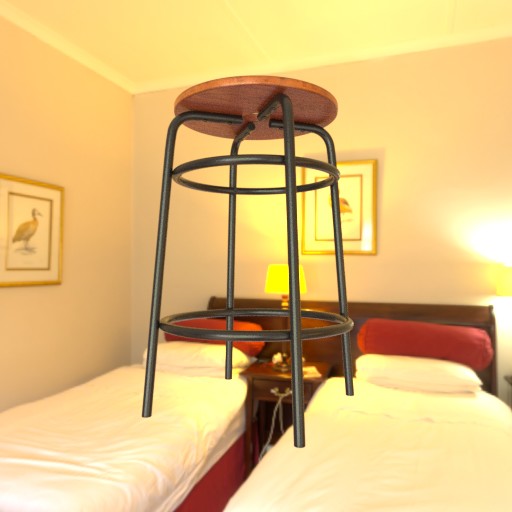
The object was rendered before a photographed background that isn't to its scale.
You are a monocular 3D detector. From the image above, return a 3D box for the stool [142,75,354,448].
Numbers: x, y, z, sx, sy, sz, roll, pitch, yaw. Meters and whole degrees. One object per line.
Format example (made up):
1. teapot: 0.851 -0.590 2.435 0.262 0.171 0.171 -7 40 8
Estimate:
1. stool: 0.000 0.000 0.915 0.455 0.610 0.455 0 -1 -18
